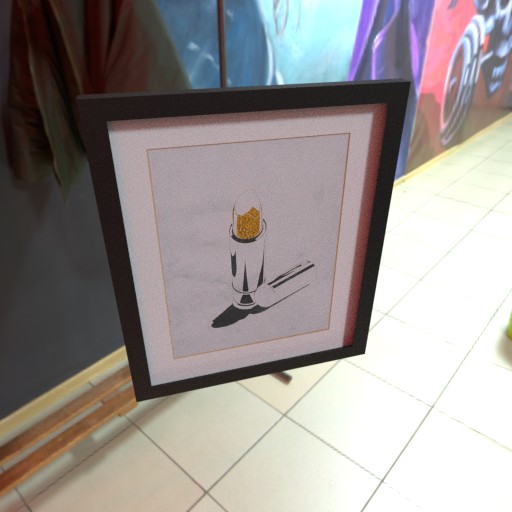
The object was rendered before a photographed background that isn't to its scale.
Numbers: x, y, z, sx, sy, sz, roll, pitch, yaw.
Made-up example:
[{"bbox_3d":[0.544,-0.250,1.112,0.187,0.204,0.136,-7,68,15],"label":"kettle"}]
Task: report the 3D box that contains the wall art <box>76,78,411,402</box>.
[{"bbox_3d":[0.000,0.000,0.529,0.330,0.381,0.019,-8,32,-14],"label":"wall art"}]
